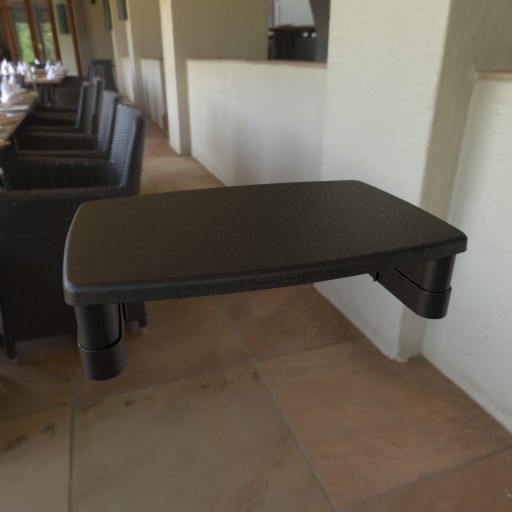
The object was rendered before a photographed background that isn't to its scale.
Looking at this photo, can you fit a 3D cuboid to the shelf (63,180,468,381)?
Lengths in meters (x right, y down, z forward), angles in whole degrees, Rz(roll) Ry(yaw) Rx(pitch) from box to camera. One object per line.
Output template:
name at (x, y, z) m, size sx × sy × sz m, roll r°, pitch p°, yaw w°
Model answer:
shelf at (0.000, 0.000, 0.528) m, size 0.410 × 0.100 × 0.280 m, roll -7°, pitch 25°, yaw -15°
